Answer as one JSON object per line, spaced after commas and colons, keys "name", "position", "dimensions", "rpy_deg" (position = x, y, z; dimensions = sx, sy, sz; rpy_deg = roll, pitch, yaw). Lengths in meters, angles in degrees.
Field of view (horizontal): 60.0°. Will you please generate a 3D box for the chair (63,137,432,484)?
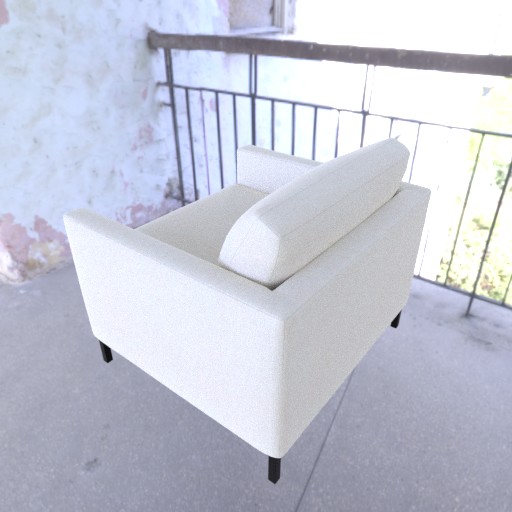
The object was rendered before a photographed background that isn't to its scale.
{"name": "chair", "position": [0.000, 0.000, 1.595], "dimensions": [0.875, 0.806, 0.964], "rpy_deg": [22, 37, 32]}
